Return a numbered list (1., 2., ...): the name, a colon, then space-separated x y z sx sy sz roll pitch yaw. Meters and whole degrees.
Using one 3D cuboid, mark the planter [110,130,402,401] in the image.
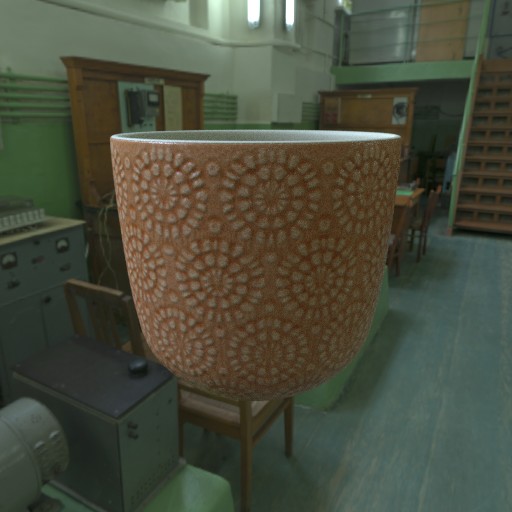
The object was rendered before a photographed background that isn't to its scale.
1. planter: 0.000 0.000 0.358 0.208 0.190 0.208 0 17 0
